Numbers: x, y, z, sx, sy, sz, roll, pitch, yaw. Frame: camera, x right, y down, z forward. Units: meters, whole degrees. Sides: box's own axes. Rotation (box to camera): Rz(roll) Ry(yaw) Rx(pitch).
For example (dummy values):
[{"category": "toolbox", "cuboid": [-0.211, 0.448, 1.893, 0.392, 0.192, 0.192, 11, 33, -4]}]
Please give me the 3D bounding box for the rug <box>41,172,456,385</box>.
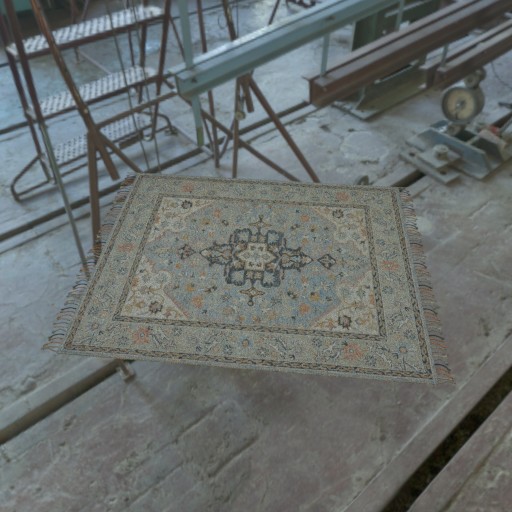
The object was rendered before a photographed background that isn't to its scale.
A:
[{"category": "rug", "cuboid": [0.000, 0.000, 4.212, 3.221, 0.011, 2.379, 4, 47, 4]}]
